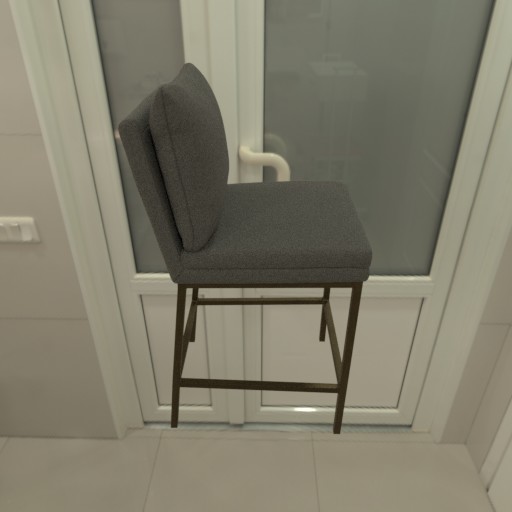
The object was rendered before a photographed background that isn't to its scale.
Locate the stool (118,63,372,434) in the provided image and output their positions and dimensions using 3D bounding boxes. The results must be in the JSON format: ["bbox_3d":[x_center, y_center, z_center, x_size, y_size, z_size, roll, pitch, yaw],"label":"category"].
[{"bbox_3d":[0.000,0.000,1.316,0.569,1.030,0.463,1,31,1],"label":"stool"}]
